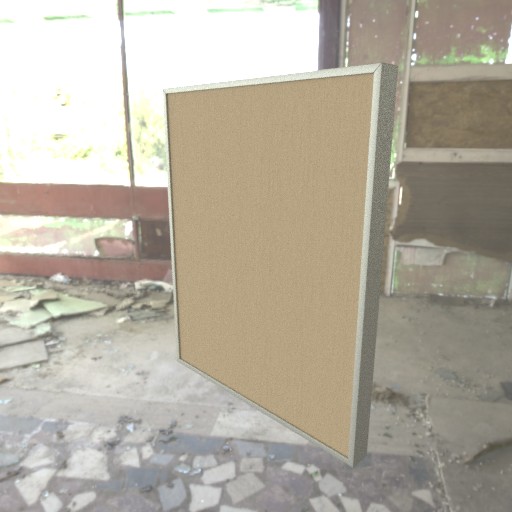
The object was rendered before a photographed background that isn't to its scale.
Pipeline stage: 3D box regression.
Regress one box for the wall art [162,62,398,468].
[{"bbox_3d":[0.000,0.000,0.743,0.039,0.553,0.445,-15,22,-43],"label":"wall art"}]
